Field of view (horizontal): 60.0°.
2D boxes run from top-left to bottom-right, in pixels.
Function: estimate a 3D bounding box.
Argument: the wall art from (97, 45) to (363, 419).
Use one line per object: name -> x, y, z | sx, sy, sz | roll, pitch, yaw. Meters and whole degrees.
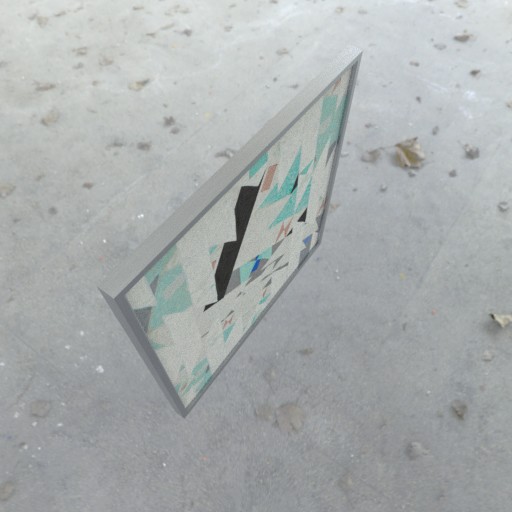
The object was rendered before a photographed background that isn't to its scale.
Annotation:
wall art -> 0.000, 0.000, 1.210 | 0.038, 0.806, 0.806 | 31, 62, 18
